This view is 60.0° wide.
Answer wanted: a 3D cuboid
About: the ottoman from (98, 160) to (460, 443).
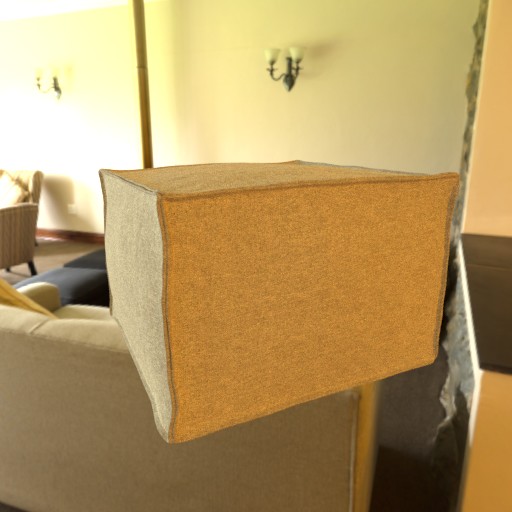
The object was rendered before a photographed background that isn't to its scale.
[{"bbox_3d":[0.000,0.000,1.154,0.707,0.470,0.696,-8,17,-26],"label":"ottoman"}]
